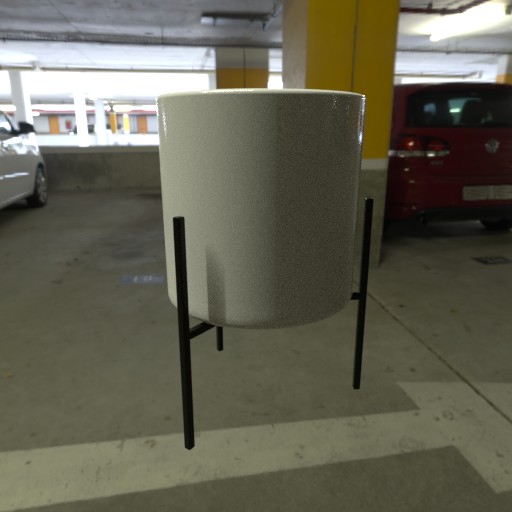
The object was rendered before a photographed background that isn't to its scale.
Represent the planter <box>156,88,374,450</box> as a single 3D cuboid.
[{"bbox_3d":[0.000,0.000,0.528,0.239,0.356,0.239,-8,18,-26],"label":"planter"}]
